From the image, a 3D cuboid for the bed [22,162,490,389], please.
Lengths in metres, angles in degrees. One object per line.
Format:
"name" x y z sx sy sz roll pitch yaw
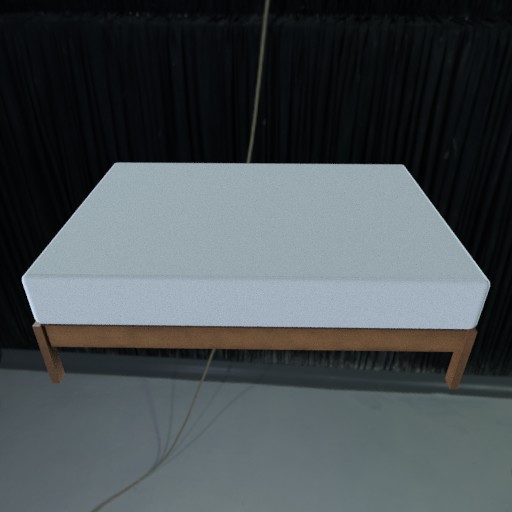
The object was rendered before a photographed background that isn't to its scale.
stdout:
"bed" 0.000 0.000 2.514 1.927 0.616 1.348 1 32 1
